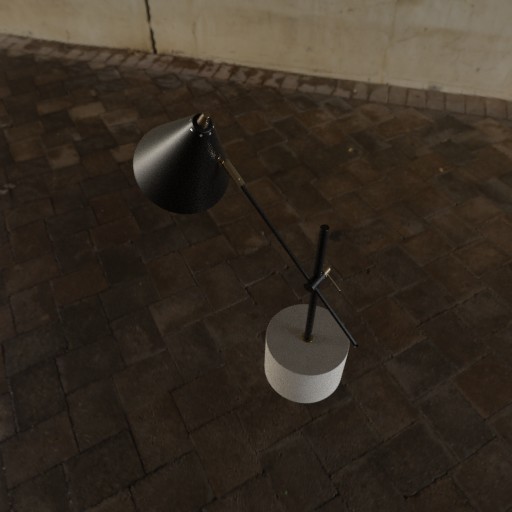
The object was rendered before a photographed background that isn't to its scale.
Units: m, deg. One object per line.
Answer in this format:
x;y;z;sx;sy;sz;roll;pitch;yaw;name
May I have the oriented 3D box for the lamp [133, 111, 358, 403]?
0.000;0.000;0.729;0.214;0.518;0.403;-33;55;-27;lamp
